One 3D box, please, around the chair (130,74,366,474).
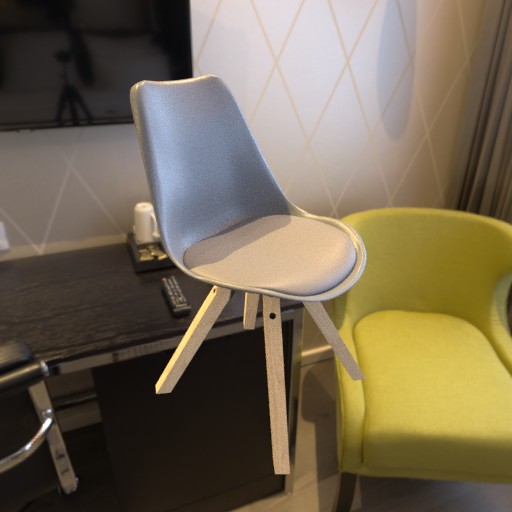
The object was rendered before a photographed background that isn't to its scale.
[{"bbox_3d":[0.000,0.000,1.166,0.550,0.850,0.485,19,32,33],"label":"chair"}]
